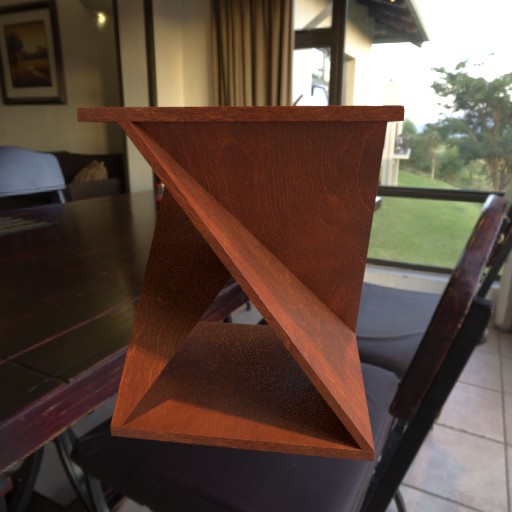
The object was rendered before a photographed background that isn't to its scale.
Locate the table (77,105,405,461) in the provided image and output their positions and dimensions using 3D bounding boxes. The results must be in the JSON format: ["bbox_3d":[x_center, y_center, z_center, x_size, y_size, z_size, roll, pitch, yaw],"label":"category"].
[{"bbox_3d":[0.000,0.000,0.842,0.427,0.520,0.427,2,16,8],"label":"table"}]
